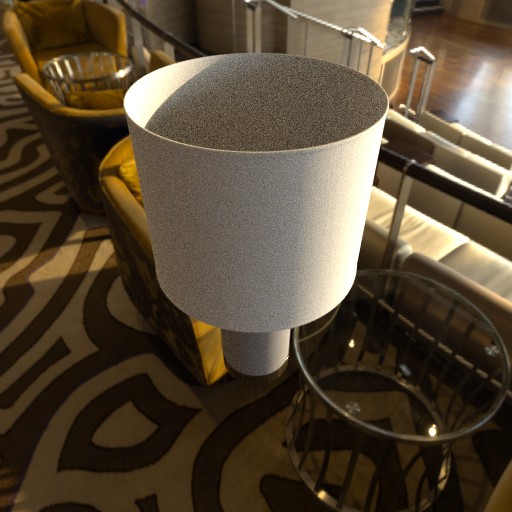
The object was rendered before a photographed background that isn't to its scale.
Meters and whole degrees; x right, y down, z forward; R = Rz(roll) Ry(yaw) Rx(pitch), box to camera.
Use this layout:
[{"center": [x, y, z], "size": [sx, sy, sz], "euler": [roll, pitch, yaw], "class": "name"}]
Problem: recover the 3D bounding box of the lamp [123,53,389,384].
[{"center": [0.000, 0.000, 0.514], "size": [0.229, 0.380, 0.229], "euler": [0, 40, 0], "class": "lamp"}]
